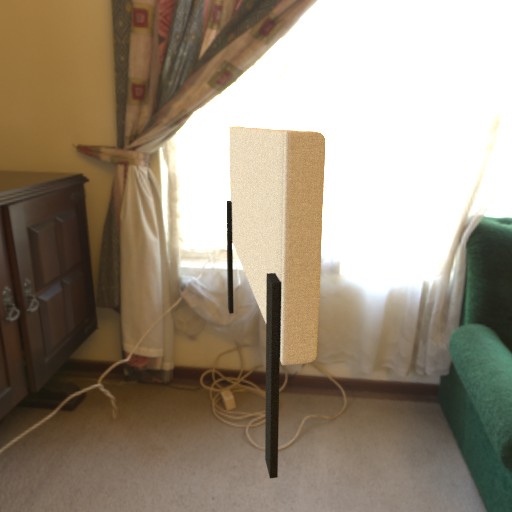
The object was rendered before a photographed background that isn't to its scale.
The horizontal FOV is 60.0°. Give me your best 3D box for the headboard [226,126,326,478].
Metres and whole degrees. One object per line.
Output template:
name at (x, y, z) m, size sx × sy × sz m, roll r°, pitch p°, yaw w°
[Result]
headboard at (0.000, 0.000, 2.738) m, size 0.184 × 1.524 × 2.051 m, roll -3°, pitch 17°, yaw -9°
